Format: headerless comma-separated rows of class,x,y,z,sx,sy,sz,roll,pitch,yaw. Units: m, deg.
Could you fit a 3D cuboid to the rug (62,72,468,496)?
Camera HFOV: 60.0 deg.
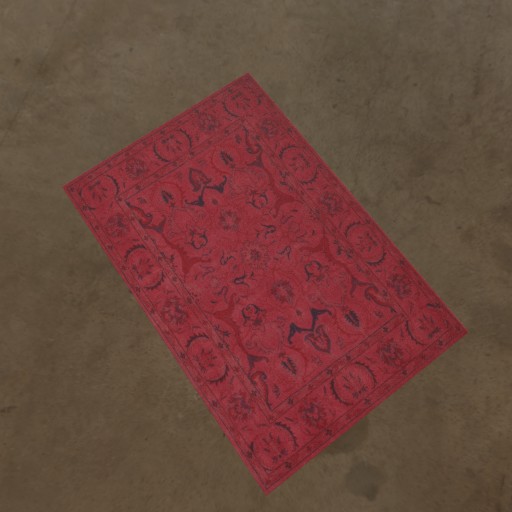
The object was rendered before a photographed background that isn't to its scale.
rug,0.000,0.000,2.229,1.209,0.008,1.814,-35,77,-9
